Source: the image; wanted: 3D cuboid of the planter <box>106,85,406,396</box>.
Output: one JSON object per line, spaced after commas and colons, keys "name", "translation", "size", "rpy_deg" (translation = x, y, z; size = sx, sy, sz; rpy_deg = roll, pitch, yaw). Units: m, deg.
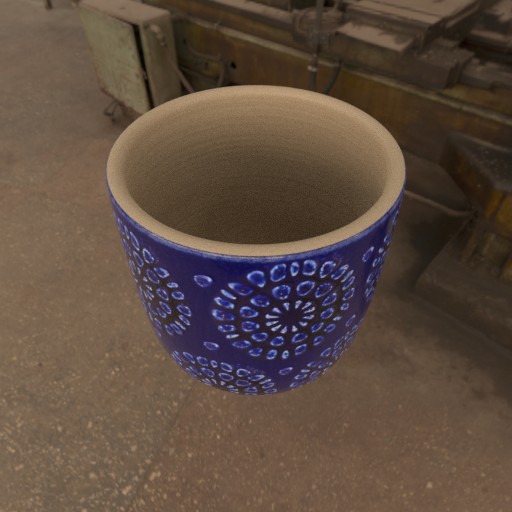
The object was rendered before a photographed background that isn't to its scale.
{"name": "planter", "translation": [0.000, 0.000, 0.202], "size": [0.109, 0.112, 0.109], "rpy_deg": [0, 46, 0]}
